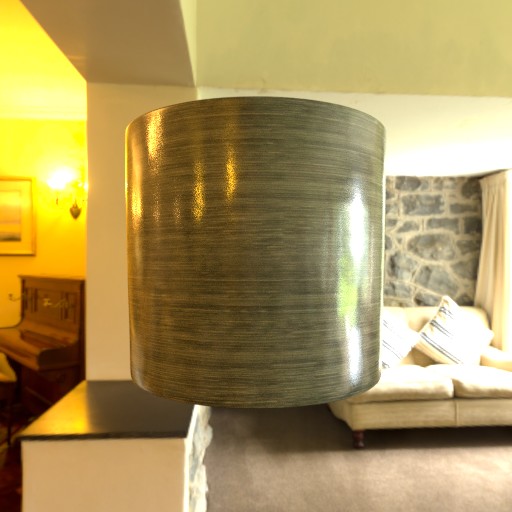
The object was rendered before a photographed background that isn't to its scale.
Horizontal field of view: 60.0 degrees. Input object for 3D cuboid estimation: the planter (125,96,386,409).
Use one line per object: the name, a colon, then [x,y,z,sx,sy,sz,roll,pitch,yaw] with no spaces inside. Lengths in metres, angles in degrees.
planter: [0.000,0.000,0.391,0.221,0.201,0.221,0,-1,0]
